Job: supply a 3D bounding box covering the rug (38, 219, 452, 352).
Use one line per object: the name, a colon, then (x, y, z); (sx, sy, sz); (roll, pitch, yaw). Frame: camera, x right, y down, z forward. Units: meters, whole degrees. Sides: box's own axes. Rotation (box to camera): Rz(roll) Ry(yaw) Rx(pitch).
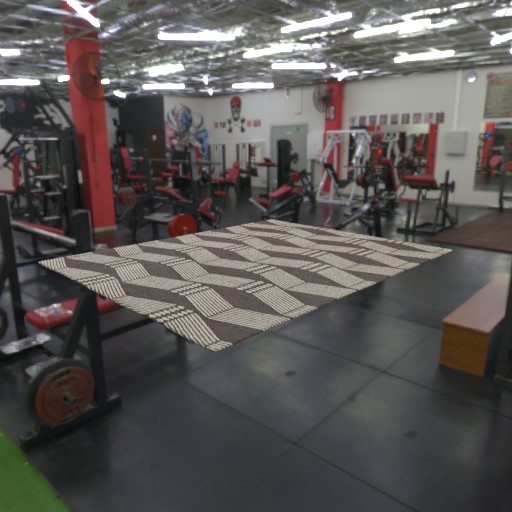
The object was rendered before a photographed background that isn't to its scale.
rug: (0.000, 0.000, 4.139); (2.438, 0.016, 3.048); (14, 20, 43)
